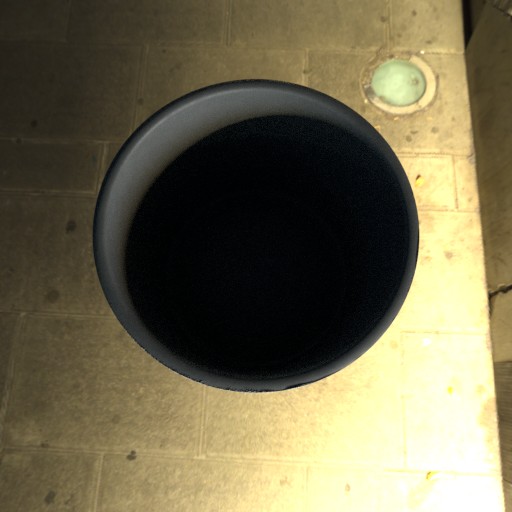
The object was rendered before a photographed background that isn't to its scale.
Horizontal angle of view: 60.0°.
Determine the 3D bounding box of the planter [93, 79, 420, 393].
[{"bbox_3d":[0.000,0.000,0.396,0.226,0.201,0.226,0,77,0],"label":"planter"}]
